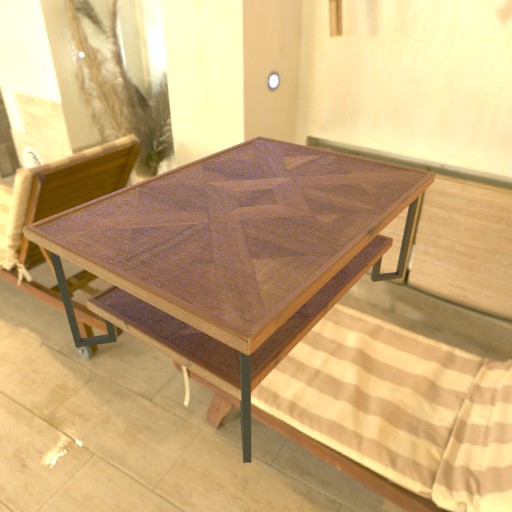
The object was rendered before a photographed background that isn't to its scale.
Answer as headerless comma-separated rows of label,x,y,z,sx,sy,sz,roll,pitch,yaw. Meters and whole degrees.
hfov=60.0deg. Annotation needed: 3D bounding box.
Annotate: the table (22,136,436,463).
table,0.000,0.000,1.690,0.877,0.492,1.238,21,37,31
